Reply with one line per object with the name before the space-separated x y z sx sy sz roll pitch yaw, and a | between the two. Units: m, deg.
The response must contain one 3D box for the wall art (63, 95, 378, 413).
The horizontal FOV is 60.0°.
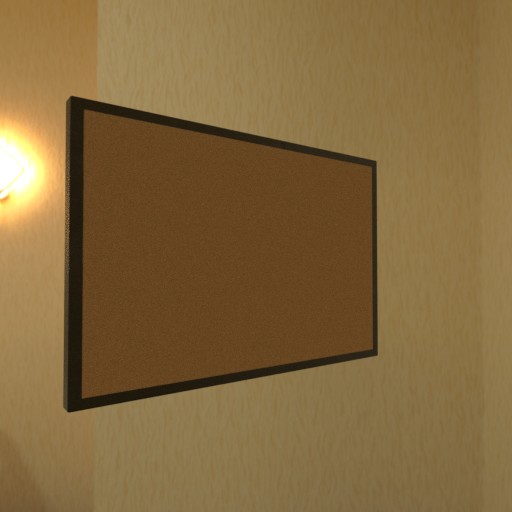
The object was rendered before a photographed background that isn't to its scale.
wall art | 0.000 0.000 1.131 0.912 0.612 0.038 1 -2 -36
